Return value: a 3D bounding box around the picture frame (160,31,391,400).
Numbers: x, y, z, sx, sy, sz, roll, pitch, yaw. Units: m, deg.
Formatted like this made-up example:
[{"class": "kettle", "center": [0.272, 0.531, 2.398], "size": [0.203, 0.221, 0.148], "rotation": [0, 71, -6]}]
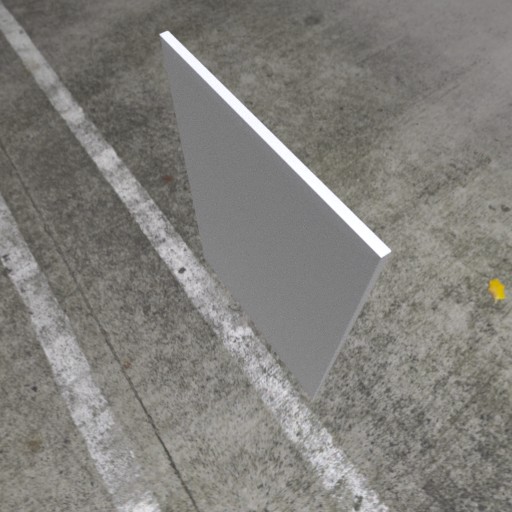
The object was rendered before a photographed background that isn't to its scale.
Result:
[{"class": "picture frame", "center": [0.000, 0.000, 0.683], "size": [0.012, 0.534, 0.381], "rotation": [-32, 65, -17]}]
